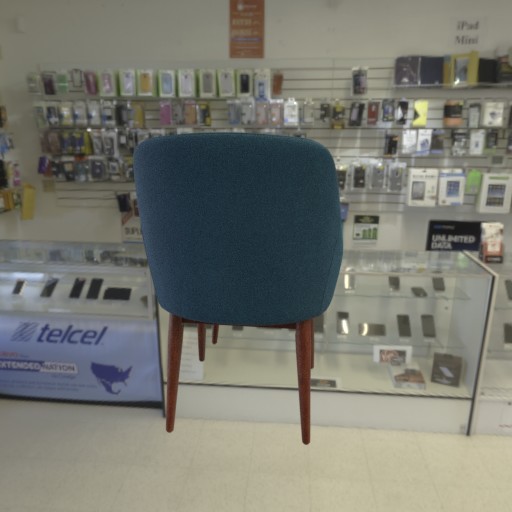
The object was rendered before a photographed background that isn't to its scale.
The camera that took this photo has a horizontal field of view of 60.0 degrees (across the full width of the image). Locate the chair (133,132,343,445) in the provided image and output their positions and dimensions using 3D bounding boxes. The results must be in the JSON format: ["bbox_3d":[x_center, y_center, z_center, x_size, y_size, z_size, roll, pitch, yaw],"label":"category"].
[{"bbox_3d":[0.000,0.000,1.598,0.584,0.866,1.114,2,16,7],"label":"chair"}]
